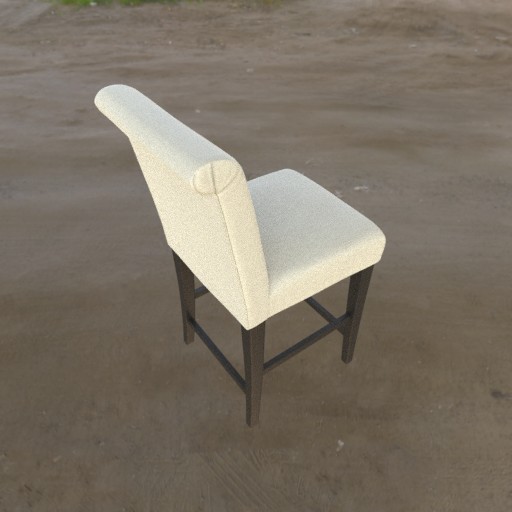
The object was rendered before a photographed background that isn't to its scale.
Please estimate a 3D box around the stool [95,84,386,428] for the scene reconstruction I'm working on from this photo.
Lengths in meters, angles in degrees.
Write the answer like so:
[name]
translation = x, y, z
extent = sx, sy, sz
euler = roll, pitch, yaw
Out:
[stool]
translation = 0.000, 0.000, 1.303
extent = 0.597, 0.976, 0.452
euler = -26, 47, -27
